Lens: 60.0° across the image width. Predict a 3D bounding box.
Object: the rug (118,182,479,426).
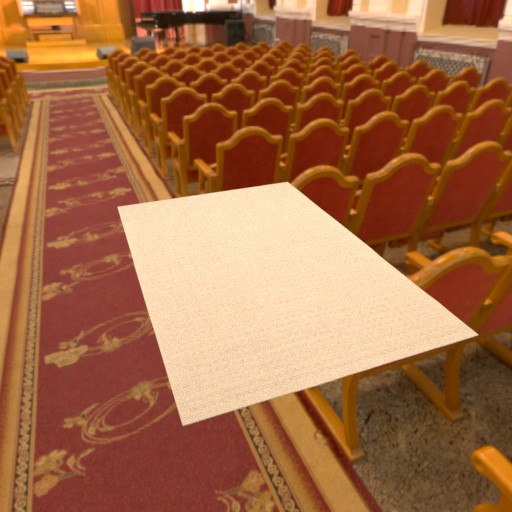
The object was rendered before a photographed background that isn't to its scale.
[{"bbox_3d":[0.000,0.000,2.915,1.523,0.006,2.289,-11,32,-18],"label":"rug"}]
